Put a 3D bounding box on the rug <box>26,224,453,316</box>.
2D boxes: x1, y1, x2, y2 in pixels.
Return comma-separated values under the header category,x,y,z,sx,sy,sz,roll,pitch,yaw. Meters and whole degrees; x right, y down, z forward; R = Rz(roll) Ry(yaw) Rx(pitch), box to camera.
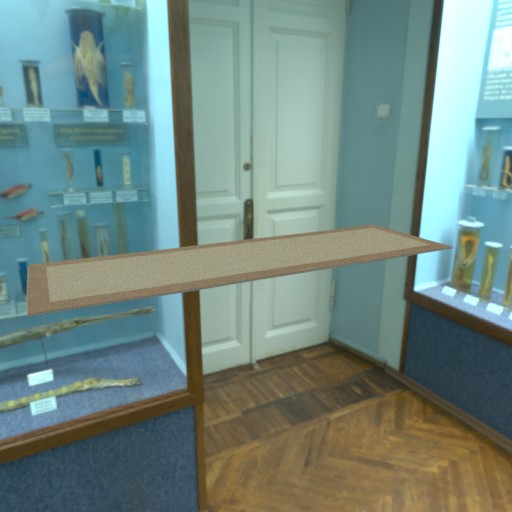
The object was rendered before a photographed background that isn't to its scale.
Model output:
category,x,y,z,sx,sy,sz,roll,pitch,yaw
rug,0.000,0.000,2.626,2.430,0.012,0.767,-8,18,-25
